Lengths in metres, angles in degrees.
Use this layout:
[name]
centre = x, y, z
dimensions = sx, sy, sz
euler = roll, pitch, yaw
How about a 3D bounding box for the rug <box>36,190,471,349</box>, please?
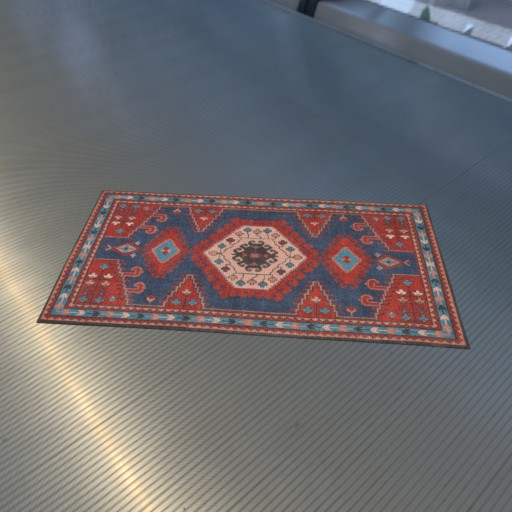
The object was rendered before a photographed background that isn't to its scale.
[rug]
centre = 0.000, 0.000, 3.599
dimensions = 3.032, 0.034, 1.522
euler = 3, 46, 3
